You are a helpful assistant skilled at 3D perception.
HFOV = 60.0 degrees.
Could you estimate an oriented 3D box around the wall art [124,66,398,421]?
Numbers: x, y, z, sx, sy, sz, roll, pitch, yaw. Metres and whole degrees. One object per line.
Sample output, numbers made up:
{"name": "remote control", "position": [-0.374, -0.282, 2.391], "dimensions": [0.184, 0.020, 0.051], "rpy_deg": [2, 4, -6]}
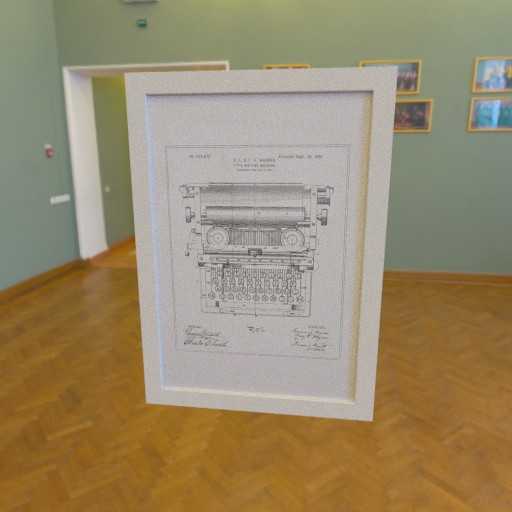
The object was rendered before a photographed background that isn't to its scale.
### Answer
{"name": "wall art", "position": [0.000, 0.000, 0.682], "dimensions": [0.381, 0.533, 0.013], "rpy_deg": [2, 14, 8]}
